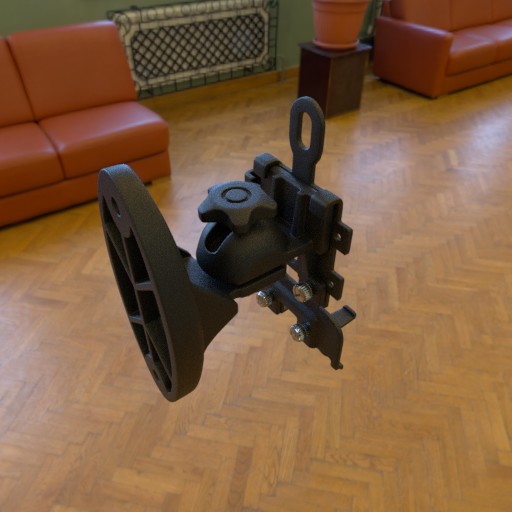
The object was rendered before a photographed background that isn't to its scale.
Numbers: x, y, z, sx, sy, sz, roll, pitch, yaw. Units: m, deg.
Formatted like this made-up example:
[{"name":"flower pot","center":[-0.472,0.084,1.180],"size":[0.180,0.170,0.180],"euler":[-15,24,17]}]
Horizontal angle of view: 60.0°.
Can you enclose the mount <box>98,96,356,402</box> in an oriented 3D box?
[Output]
[{"name":"mount","center":[0.000,0.000,0.178],"size":[0.100,0.118,0.066],"euler":[-25,46,-27]}]
